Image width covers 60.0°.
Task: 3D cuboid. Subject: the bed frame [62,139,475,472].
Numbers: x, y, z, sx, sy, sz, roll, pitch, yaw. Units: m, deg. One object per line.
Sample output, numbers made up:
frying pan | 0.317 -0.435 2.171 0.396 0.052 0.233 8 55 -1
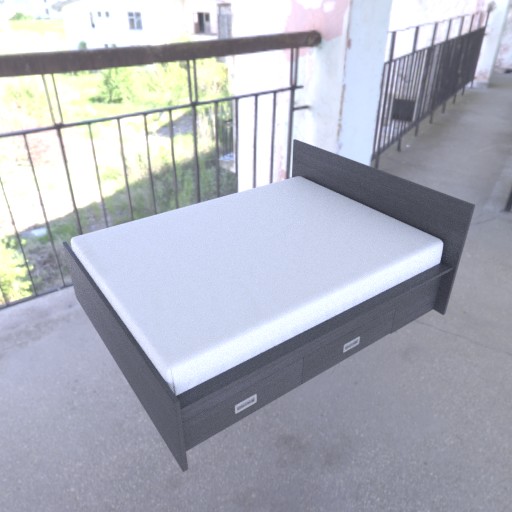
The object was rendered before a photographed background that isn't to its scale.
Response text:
bed frame | 0.000 0.000 2.846 1.960 0.800 1.622 -20 36 -30
